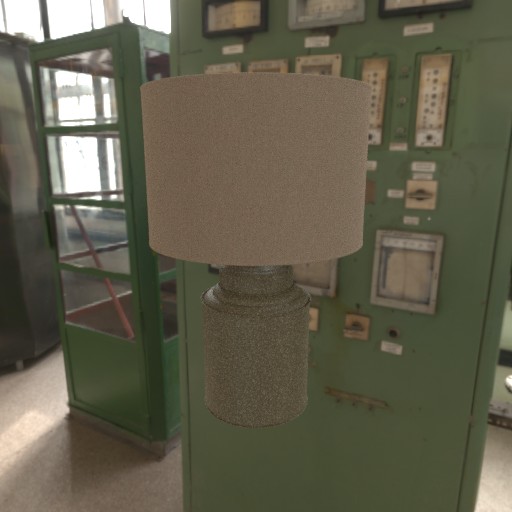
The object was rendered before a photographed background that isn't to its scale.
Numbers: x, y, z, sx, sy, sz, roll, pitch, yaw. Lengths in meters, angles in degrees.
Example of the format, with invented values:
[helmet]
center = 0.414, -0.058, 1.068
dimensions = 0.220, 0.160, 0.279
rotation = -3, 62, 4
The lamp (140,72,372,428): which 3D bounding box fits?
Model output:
[lamp]
center = 0.000, 0.000, 0.684
dimensions = 0.318, 0.486, 0.318
rotation = 0, 14, 0
